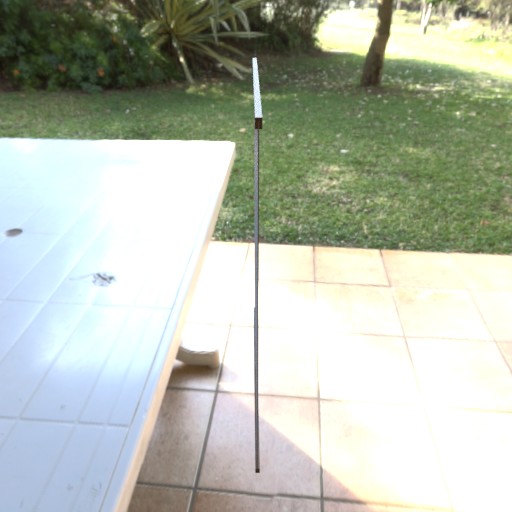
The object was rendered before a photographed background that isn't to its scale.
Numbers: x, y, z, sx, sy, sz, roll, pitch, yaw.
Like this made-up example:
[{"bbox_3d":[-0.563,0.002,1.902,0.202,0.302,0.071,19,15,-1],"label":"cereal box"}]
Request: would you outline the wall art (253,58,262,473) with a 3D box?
[{"bbox_3d":[0.000,0.000,1.351,0.013,1.016,0.758,0,31,-1],"label":"wall art"}]
